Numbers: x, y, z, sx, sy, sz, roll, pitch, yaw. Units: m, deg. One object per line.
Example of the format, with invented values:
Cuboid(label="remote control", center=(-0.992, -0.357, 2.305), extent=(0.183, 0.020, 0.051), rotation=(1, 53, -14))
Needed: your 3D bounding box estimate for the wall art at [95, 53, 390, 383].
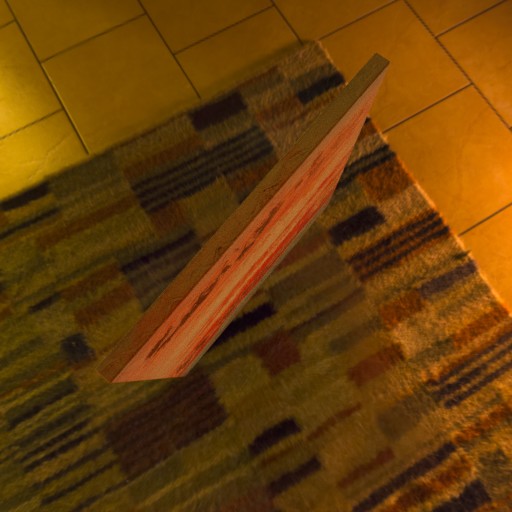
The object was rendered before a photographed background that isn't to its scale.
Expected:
Cuboid(label="wall art", center=(0.000, 0.000, 1.115), extent=(0.035, 0.747, 0.747), rotation=(39, 79, 9))
